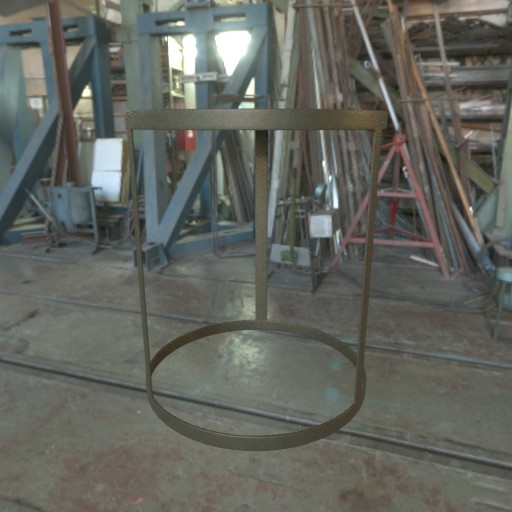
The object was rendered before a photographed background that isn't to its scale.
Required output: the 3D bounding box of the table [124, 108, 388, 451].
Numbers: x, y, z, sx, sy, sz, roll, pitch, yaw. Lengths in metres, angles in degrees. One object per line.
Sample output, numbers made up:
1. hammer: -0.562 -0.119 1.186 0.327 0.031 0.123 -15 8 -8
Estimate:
1. table: 0.000 0.000 0.919 0.480 0.565 0.480 0 16 0
